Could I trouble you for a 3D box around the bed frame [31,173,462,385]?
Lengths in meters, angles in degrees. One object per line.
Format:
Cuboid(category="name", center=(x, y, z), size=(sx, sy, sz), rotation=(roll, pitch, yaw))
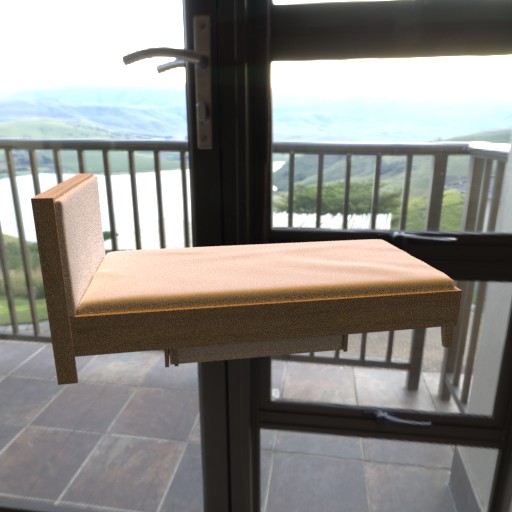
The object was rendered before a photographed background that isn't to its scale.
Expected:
Cuboid(category="bed frame", center=(0.000, 0.000, 2.683), size=(2.140, 0.920, 0.990), rotation=(-3, 17, -9))
